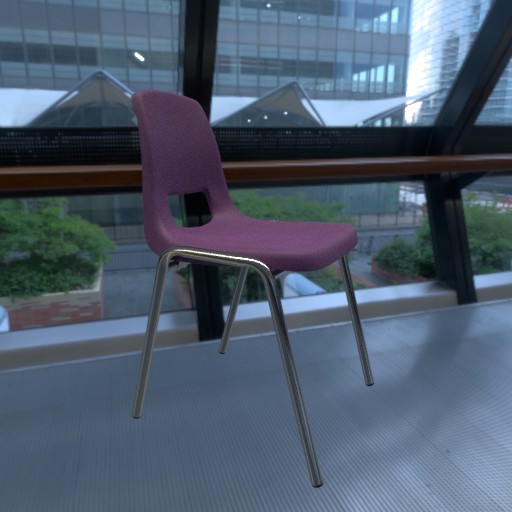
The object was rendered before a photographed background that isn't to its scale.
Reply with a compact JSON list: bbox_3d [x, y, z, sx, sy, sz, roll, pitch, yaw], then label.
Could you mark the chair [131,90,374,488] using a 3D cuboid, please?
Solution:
[{"bbox_3d":[0.000,0.000,0.900,0.432,0.654,0.381,7,15,27],"label":"chair"}]
